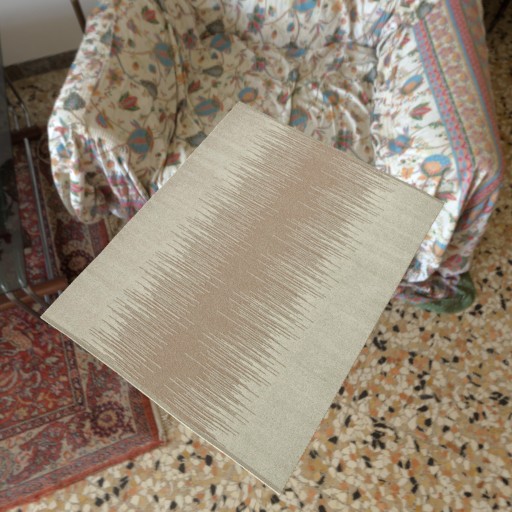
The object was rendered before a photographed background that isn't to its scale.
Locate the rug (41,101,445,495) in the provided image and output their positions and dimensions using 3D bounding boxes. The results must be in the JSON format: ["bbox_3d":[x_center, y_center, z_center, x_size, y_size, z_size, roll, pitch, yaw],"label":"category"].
[{"bbox_3d":[0.000,0.000,4.079,2.438,0.013,3.048,31,67,14],"label":"rug"}]
